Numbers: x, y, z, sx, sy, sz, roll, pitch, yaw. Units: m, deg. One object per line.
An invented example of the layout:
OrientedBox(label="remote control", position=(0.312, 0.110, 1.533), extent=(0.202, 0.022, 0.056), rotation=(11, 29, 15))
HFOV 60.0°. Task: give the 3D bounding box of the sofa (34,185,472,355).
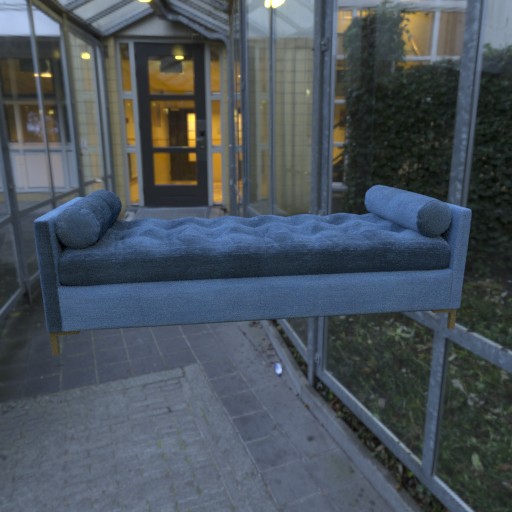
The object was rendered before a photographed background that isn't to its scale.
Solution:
OrientedBox(label="sofa", position=(0.000, 0.000, 2.506), extent=(2.102, 0.705, 0.796), rotation=(-2, 15, -8))
